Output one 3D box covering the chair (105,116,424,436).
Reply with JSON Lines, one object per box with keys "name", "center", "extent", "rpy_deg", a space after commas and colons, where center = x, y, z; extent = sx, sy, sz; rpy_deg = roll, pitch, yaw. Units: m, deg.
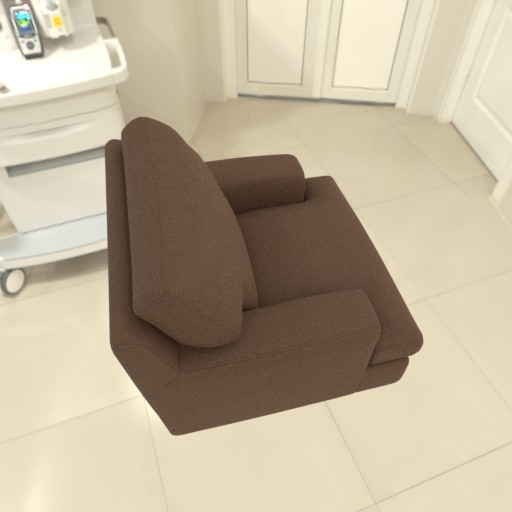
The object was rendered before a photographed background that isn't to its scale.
{"name": "chair", "center": [0.000, 0.000, 1.967], "extent": [1.143, 0.940, 1.168], "rpy_deg": [-10, 49, -9]}
